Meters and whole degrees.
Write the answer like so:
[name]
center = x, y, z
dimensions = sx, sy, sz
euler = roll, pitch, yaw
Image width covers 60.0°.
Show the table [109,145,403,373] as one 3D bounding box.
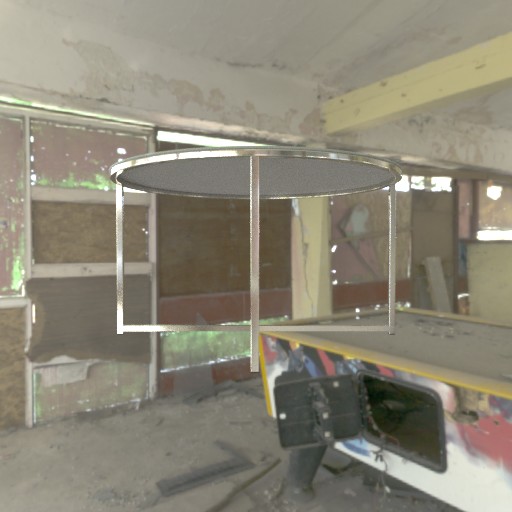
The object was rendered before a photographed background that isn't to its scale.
[table]
center = 0.000, 0.000, 1.275
dimensions = 0.800, 0.450, 0.800
euler = 0, 1, 0
